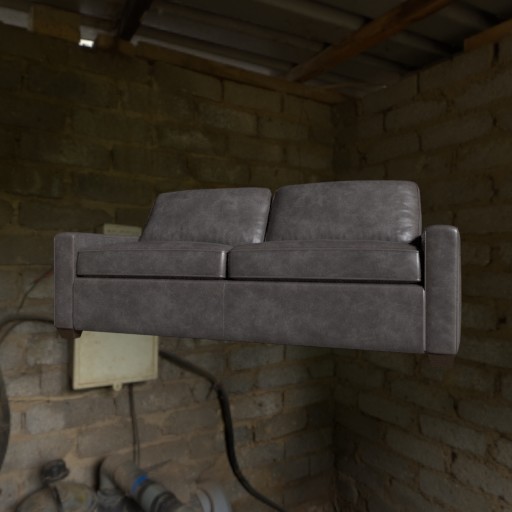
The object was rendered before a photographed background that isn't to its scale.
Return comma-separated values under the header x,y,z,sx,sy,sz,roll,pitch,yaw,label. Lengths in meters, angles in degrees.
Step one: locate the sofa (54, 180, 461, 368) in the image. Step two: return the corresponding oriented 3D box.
x,y,z,sx,sy,sz,roll,pitch,yaw,label
0.000,0.000,2.553,2.081,0.916,0.939,0,0,19,sofa
